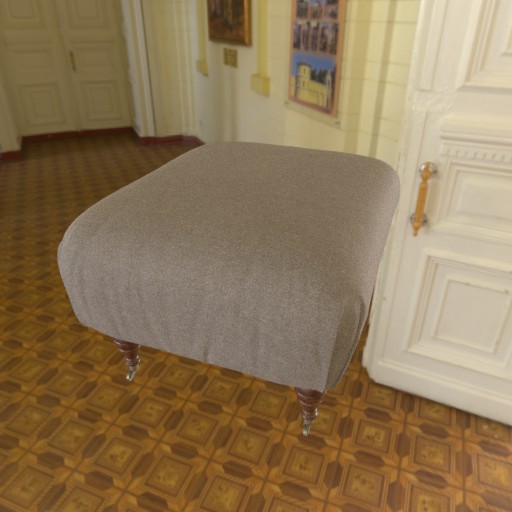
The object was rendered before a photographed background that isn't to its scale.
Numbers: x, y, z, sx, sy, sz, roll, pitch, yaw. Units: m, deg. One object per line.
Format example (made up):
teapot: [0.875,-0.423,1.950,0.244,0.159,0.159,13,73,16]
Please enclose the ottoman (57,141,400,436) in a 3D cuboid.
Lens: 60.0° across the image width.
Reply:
ottoman: [0.000,0.000,1.126,0.622,0.450,0.747,11,32,18]
